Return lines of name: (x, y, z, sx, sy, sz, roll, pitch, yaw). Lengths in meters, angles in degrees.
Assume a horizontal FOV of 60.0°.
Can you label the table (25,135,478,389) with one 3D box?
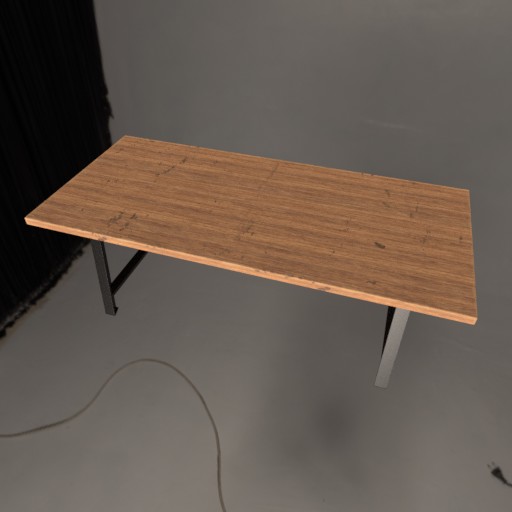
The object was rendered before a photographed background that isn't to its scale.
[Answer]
table: (0.000, 0.000, 2.642, 2.200, 0.757, 1.000, 12, 42, 14)
